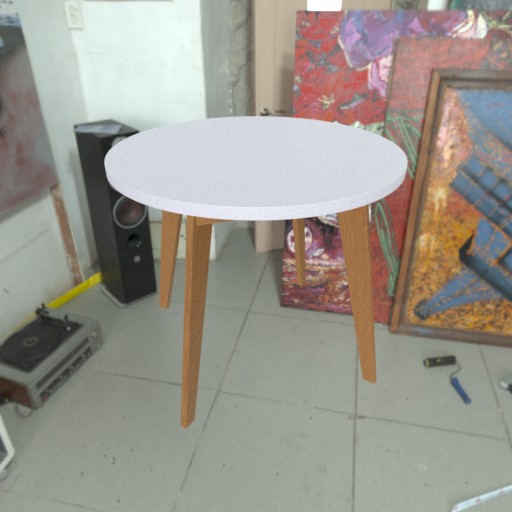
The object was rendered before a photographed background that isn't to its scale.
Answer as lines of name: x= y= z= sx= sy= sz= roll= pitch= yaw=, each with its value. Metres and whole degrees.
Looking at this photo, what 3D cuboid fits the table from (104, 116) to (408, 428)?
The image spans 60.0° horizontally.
table: x=0.000 y=0.000 z=1.555 sx=0.896 sy=0.762 sz=0.896 roll=0 pitch=30 yaw=0
